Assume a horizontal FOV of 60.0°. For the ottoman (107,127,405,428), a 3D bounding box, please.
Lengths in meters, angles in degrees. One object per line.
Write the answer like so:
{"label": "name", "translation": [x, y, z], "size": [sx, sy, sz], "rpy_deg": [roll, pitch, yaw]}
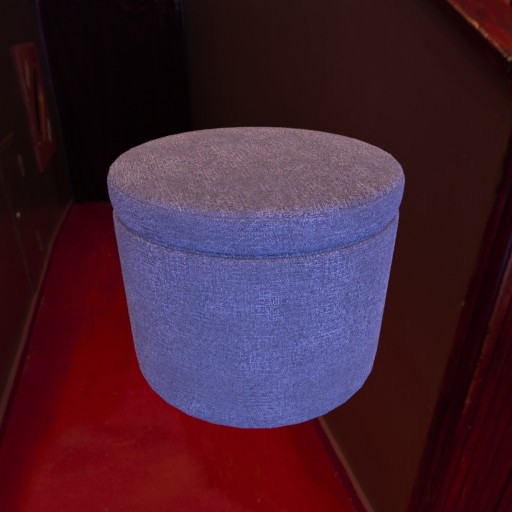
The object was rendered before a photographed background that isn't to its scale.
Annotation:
{"label": "ottoman", "translation": [0.000, 0.000, 0.860], "size": [0.500, 0.419, 0.500], "rpy_deg": [0, 29, 0]}
